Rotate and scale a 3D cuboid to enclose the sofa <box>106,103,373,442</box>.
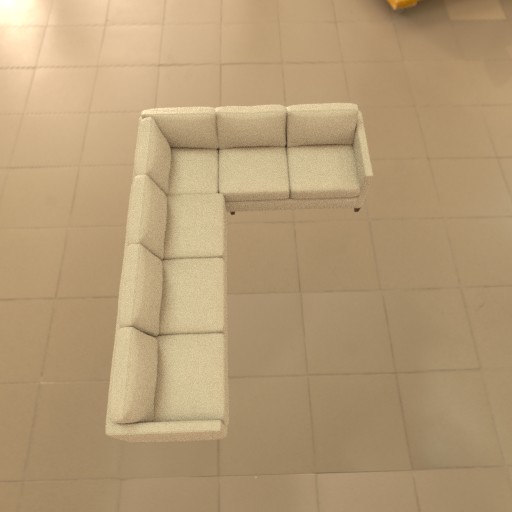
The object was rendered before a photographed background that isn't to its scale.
[{"bbox_3d":[0.000,0.000,4.407,2.522,0.934,3.333,-2,64,-1],"label":"sofa"}]
